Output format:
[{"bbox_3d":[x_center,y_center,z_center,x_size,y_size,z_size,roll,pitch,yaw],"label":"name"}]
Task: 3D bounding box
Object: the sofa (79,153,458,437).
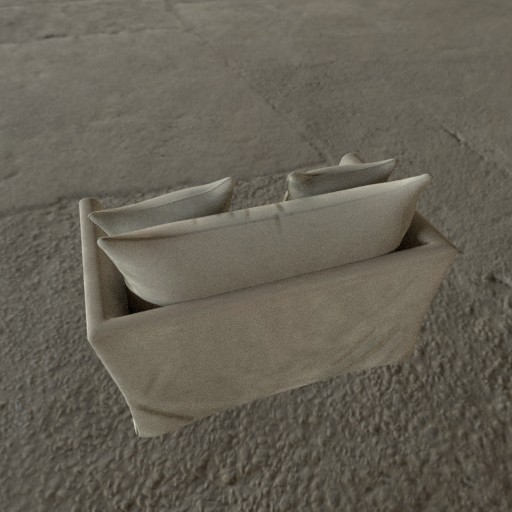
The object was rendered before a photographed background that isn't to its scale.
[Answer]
[{"bbox_3d":[0.000,0.000,2.273,1.608,1.040,1.035,-12,42,-14],"label":"sofa"}]
